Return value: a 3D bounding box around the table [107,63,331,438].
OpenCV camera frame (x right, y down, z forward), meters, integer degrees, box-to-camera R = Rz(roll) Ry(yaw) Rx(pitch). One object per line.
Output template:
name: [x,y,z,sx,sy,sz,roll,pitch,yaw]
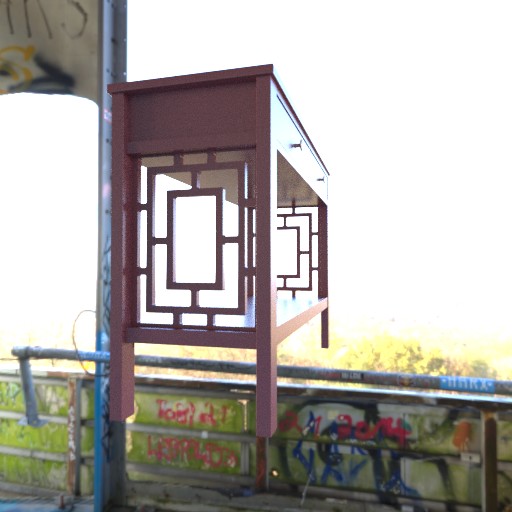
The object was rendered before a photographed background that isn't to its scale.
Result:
table: [0.000,0.000,1.449,0.397,0.753,1.068,0,-1,16]
